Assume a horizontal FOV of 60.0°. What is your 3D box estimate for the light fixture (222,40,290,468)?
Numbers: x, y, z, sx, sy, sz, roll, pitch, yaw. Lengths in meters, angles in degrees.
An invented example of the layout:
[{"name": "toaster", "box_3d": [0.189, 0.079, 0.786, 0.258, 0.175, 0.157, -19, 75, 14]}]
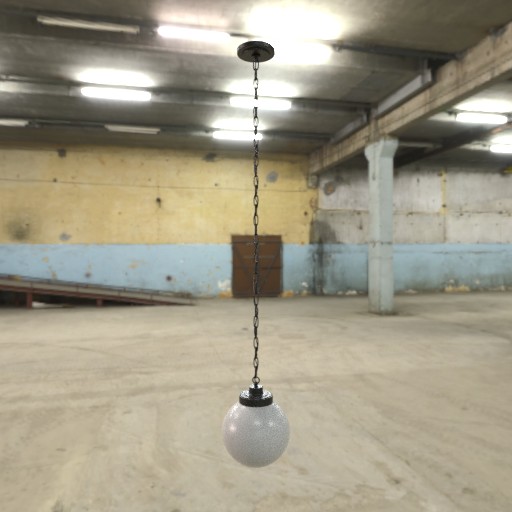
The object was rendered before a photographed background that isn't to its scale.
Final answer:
[{"name": "light fixture", "box_3d": [0.000, 0.000, 1.996, 0.305, 1.867, 0.304, 0, -1, 16]}]
